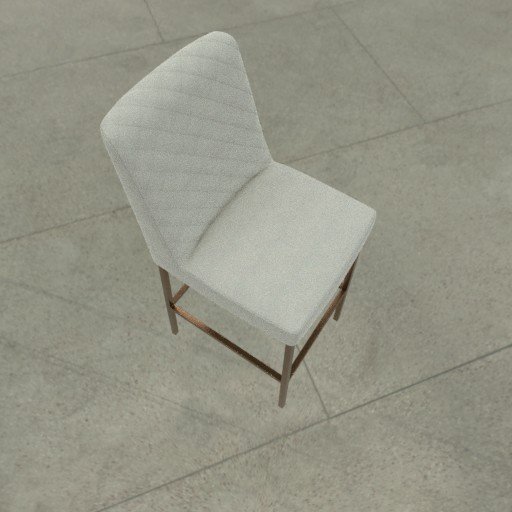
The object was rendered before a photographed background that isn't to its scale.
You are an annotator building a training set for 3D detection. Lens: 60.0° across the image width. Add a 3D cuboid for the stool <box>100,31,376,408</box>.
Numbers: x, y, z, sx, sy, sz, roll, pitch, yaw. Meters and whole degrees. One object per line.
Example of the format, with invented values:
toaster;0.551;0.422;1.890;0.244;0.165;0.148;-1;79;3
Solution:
stool;0.000;0.000;1.343;0.546;1.084;0.462;30;63;17
